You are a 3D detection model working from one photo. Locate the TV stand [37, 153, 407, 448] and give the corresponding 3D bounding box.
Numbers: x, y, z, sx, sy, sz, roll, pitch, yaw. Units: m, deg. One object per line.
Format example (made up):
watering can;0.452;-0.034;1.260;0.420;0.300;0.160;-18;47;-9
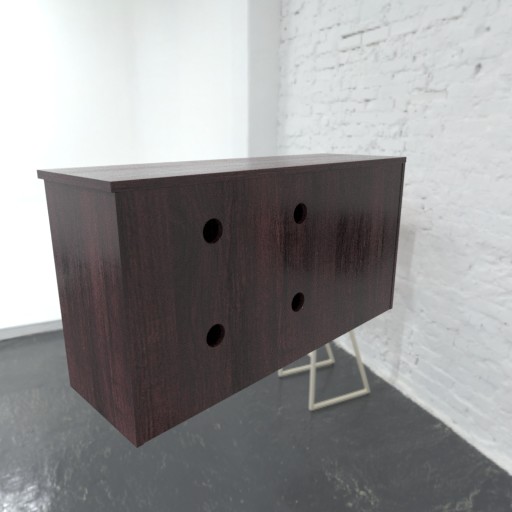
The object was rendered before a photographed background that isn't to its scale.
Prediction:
TV stand;0.000;0.000;1.475;1.192;0.614;0.404;-15;22;-43
